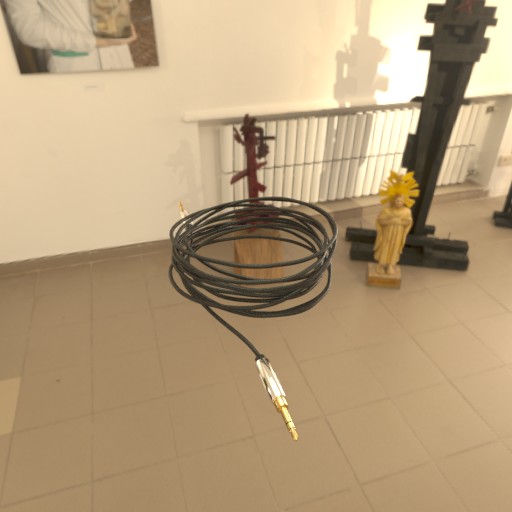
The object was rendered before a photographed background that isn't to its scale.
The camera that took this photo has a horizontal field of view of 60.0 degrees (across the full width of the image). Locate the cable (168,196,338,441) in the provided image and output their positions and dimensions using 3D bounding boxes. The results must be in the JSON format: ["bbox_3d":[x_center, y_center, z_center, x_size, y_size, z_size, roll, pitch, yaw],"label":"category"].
[{"bbox_3d":[0.000,0.000,0.505,0.198,0.069,0.432,-10,34,-15],"label":"cable"}]
